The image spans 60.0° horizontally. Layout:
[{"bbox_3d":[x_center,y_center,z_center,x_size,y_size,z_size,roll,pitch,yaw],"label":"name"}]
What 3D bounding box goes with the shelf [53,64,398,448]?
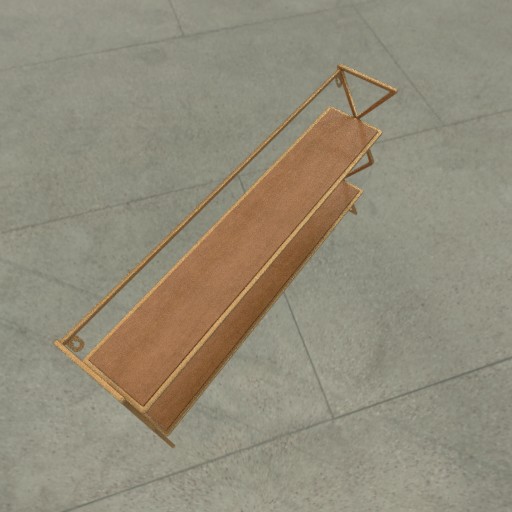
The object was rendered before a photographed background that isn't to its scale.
[{"bbox_3d":[0.000,0.000,1.001,0.150,0.450,0.822,33,64,18],"label":"shelf"}]
